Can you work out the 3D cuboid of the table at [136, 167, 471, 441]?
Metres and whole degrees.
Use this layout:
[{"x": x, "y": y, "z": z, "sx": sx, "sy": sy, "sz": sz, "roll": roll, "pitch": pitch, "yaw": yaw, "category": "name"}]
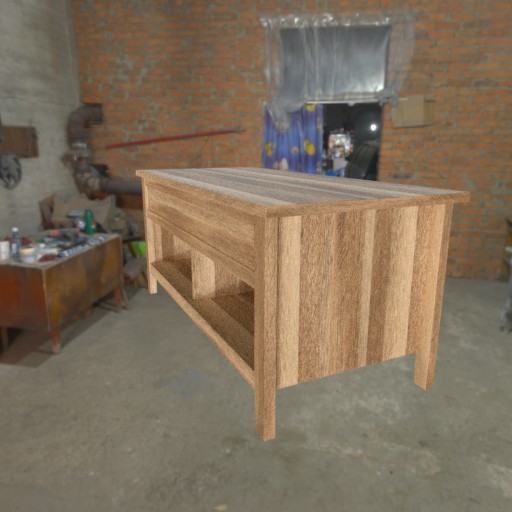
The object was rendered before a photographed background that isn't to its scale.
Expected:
[{"x": 0.000, "y": 0.000, "z": 1.381, "sx": 0.493, "sy": 0.480, "sz": 1.095, "roll": -7, "pitch": 16, "yaw": -25, "category": "table"}]
